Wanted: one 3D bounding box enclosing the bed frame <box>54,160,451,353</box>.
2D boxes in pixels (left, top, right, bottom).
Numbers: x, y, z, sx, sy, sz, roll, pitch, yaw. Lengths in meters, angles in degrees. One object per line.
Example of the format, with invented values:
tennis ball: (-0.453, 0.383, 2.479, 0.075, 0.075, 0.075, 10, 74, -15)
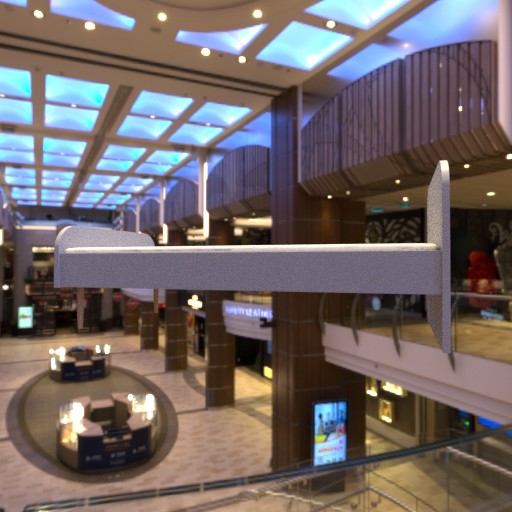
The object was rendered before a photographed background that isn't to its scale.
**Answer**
bed frame: (0.000, 0.000, 2.558, 1.963, 0.805, 0.998, 0, -1, 18)
